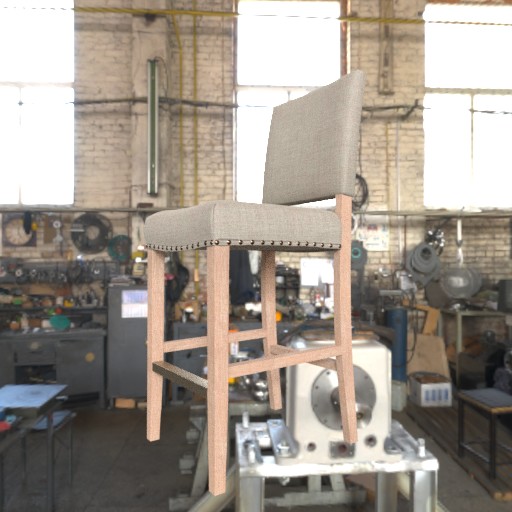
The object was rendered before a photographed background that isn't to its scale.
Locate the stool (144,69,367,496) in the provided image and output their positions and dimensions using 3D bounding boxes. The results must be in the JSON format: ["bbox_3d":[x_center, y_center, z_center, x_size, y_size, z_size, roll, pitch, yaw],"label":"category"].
[{"bbox_3d":[0.000,0.000,1.419,0.585,1.173,0.445,0,0,-36],"label":"stool"}]
